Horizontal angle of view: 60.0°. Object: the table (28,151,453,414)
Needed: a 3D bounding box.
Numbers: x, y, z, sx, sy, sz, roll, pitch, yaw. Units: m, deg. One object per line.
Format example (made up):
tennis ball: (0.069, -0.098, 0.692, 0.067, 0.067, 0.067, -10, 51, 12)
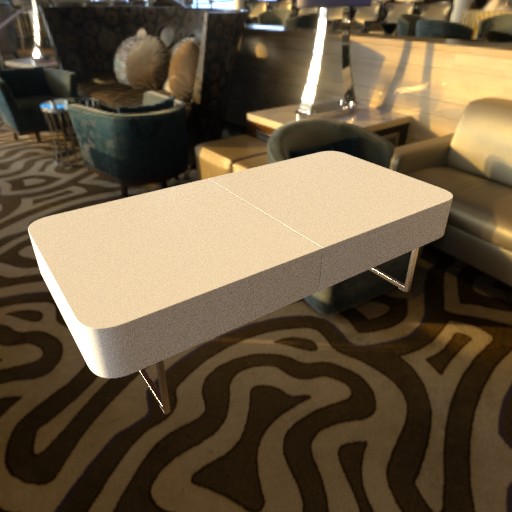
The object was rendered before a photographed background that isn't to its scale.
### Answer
table: (0.000, 0.000, 1.434, 1.200, 0.340, 0.600, -20, 36, -29)
